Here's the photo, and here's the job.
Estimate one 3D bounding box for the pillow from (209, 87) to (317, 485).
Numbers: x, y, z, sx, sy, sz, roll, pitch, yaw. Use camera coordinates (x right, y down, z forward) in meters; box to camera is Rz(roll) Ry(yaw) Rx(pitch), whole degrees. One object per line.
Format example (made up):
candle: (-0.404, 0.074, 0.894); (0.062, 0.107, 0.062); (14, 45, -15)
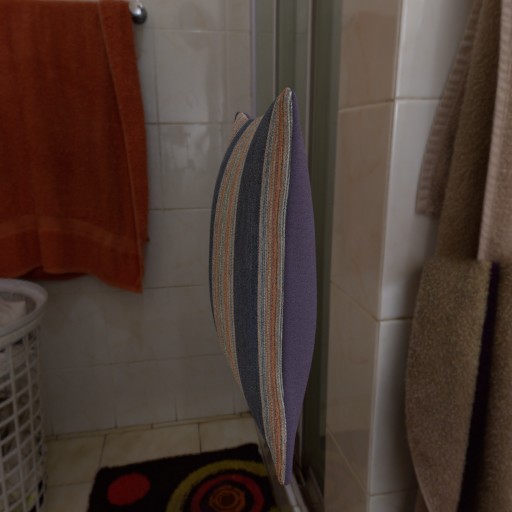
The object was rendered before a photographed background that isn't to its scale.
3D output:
pillow: (0.000, 0.000, 0.640); (0.136, 0.419, 0.437); (-2, 15, -8)
